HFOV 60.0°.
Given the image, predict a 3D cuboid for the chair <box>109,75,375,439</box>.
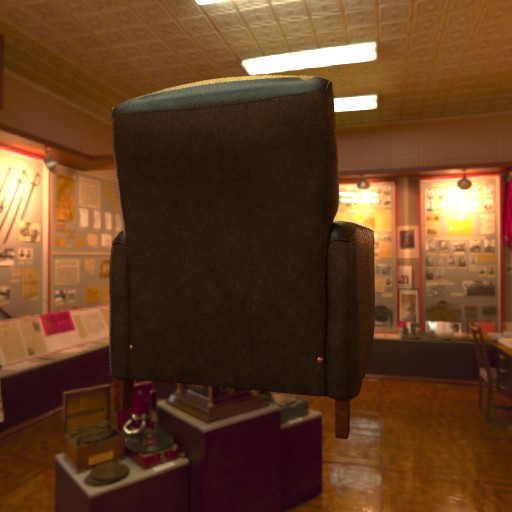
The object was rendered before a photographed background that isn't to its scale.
[{"bbox_3d":[0.000,0.000,1.657,0.848,1.014,0.864,0,-1,18],"label":"chair"}]
